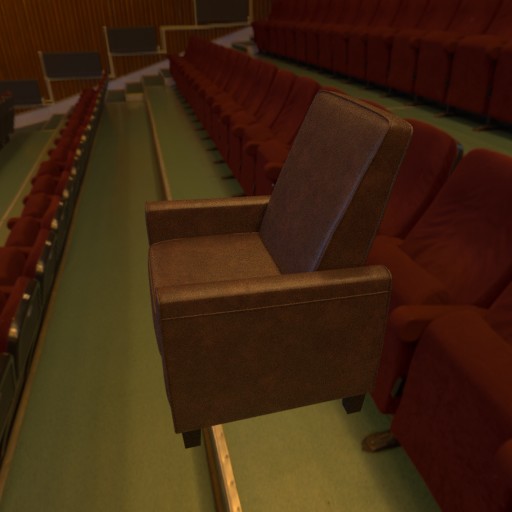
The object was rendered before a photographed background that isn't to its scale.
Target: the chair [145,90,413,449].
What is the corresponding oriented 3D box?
[{"bbox_3d":[0.000,0.000,1.544,0.746,1.013,0.705,-7,31,-13],"label":"chair"}]
